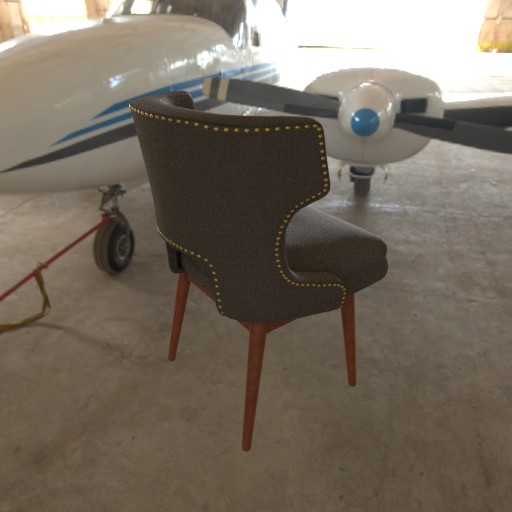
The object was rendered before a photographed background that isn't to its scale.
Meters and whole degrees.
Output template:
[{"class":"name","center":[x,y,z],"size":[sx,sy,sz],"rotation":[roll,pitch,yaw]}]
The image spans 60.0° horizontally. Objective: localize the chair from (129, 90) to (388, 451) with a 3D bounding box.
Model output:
[{"class":"chair","center":[0.000,0.000,1.251],"size":[0.581,0.863,0.595],"rotation":[-18,32,-32]}]
